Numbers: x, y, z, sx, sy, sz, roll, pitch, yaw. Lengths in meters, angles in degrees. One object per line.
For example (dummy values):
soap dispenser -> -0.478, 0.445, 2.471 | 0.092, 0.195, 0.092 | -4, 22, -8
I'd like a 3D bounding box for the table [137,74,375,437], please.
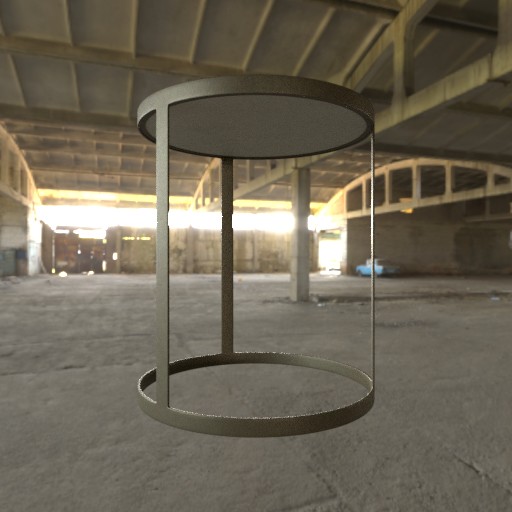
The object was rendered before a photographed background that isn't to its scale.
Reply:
table -> 0.000, 0.000, 0.929 | 0.480, 0.565, 0.480 | 0, 0, 0
